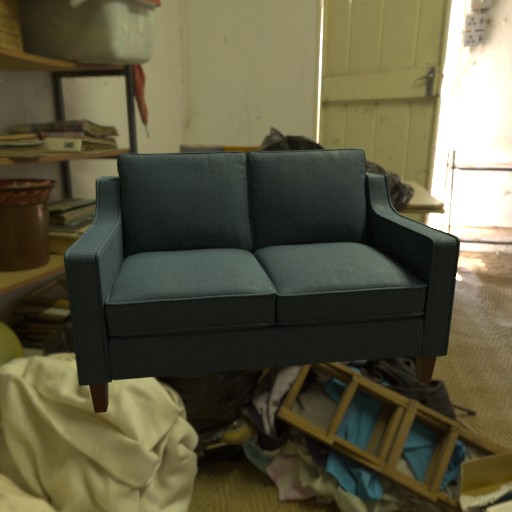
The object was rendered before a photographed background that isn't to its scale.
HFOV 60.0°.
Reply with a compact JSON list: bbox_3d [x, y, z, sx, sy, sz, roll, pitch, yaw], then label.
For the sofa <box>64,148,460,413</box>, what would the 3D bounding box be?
[{"bbox_3d":[0.000,0.000,2.124,1.501,0.971,0.987,-2,16,-9],"label":"sofa"}]
